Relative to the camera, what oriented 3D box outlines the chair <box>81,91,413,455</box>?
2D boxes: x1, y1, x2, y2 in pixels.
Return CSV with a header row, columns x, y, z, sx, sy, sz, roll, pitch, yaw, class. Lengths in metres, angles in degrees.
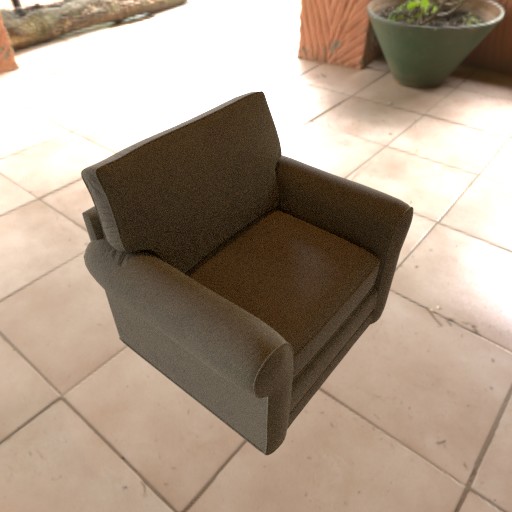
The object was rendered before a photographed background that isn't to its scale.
x,y,z,sx,sy,sz,roll,pitch,yaw,class
0.000,0.000,1.922,0.939,1.044,1.147,28,48,28,chair
